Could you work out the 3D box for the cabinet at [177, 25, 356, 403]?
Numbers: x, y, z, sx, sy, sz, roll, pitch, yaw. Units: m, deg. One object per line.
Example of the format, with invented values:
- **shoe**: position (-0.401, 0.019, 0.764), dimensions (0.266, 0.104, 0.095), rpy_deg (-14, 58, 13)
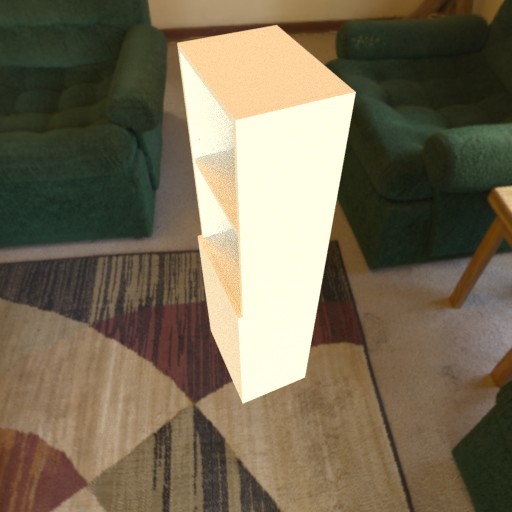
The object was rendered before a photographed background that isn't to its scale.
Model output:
- **cabinet**: position (0.000, 0.000, 1.553), dimensions (0.300, 1.350, 0.400), rpy_deg (-18, 51, -16)
